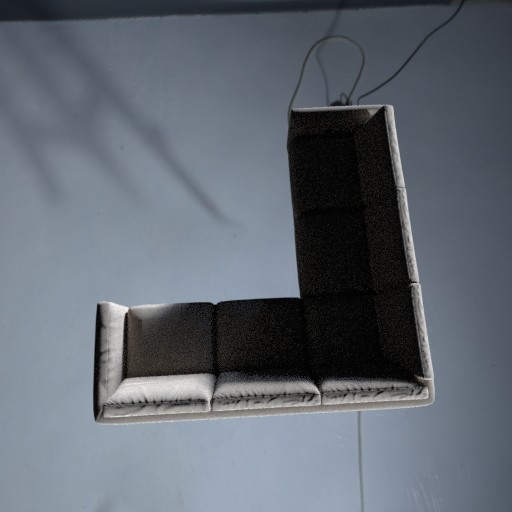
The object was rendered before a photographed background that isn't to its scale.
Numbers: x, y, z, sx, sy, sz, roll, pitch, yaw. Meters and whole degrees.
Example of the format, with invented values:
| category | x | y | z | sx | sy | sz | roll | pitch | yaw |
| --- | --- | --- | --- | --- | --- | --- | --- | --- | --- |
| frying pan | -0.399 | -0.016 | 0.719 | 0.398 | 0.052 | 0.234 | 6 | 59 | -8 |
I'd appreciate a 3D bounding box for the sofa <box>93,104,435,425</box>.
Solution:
| category | x | y | z | sx | sy | sz | roll | pitch | yaw |
| --- | --- | --- | --- | --- | --- | --- | --- | --- | --- |
| sofa | 0.000 | 0.000 | 3.606 | 2.438 | 0.864 | 2.438 | -3 | 75 | -1 |
